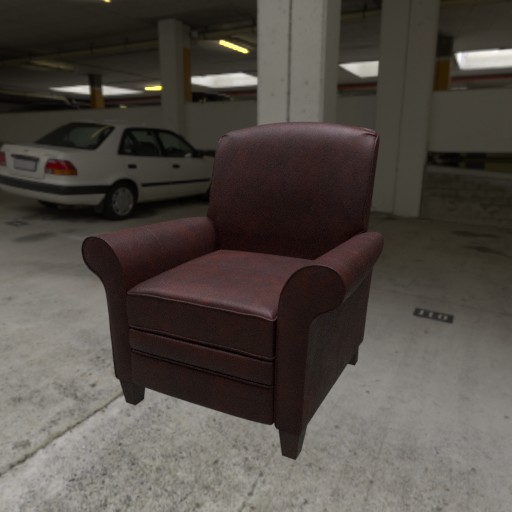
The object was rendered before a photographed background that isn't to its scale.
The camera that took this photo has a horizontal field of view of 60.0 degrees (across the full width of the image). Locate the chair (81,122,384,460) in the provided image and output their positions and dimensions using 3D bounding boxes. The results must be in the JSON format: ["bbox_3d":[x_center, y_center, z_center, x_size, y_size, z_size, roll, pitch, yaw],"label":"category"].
[{"bbox_3d":[0.000,0.000,1.775,0.978,1.061,0.902,7,16,26],"label":"chair"}]
